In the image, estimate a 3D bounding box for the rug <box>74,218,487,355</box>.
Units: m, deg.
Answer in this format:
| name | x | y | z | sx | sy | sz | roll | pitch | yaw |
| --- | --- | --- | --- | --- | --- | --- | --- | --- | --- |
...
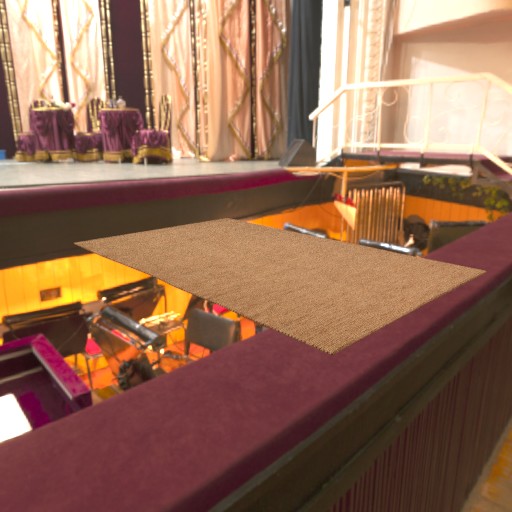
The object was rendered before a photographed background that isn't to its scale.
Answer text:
| name | x | y | z | sx | sy | sz | roll | pitch | yaw |
| --- | --- | --- | --- | --- | --- | --- | --- | --- | --- |
| rug | 0.000 | 0.000 | 3.021 | 1.533 | 0.011 | 2.439 | -14 | 21 | -41 |
